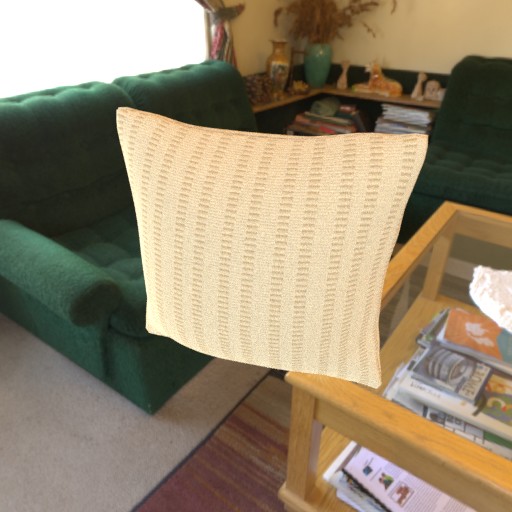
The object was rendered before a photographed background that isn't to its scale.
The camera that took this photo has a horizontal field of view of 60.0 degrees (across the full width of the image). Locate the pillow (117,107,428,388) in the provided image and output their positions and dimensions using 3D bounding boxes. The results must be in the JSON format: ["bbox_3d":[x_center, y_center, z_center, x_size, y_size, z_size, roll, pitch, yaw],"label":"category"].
[{"bbox_3d":[0.000,0.000,0.689,0.438,0.419,0.247,10,33,16],"label":"pillow"}]
